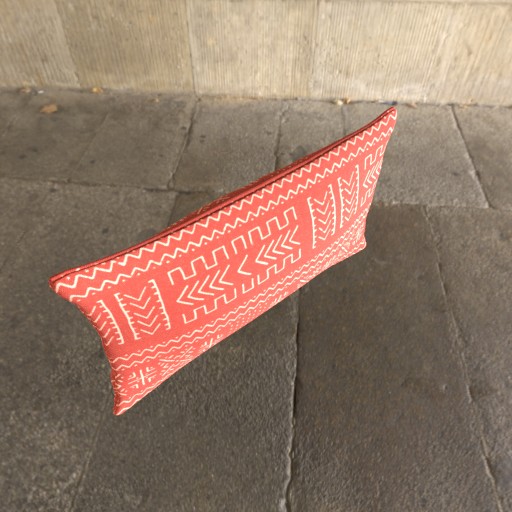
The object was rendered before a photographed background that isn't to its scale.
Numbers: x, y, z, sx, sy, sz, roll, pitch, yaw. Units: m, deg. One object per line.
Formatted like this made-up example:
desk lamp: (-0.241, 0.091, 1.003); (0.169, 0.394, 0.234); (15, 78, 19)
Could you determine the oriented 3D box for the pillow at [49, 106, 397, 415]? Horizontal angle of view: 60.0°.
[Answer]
pillow: (0.000, 0.000, 0.773); (0.640, 0.352, 0.130); (-31, 54, -26)
